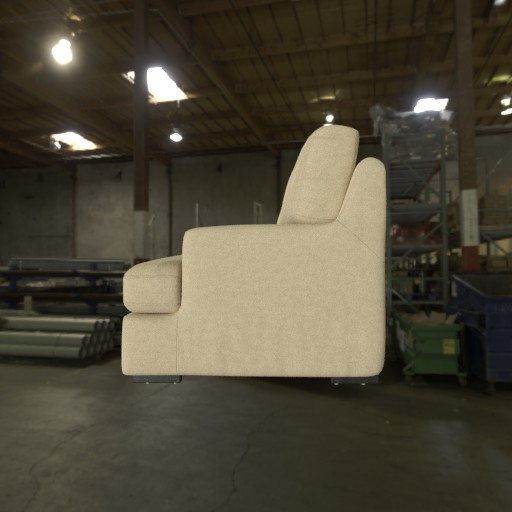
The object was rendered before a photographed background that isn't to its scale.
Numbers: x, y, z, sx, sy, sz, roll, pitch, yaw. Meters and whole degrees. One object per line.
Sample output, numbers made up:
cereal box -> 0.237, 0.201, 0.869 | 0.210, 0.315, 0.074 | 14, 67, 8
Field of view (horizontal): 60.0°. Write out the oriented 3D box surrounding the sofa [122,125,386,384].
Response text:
sofa -> 0.000, 0.000, 2.491 | 0.962, 0.967, 1.885 | 0, -2, 1
